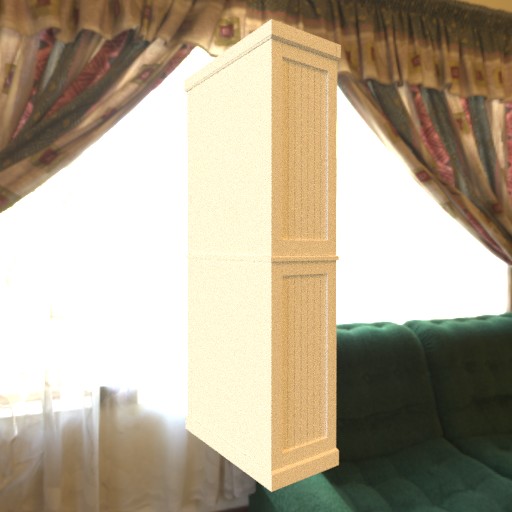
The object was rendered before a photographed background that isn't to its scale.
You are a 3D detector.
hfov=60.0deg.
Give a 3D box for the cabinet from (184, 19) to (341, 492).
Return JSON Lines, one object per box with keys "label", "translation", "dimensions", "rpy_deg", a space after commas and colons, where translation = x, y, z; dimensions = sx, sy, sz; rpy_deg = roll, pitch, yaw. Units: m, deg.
{"label": "cabinet", "translation": [0.000, 0.000, 2.132], "dimensions": [0.390, 1.829, 0.754], "rpy_deg": [-1, 1, -35]}
